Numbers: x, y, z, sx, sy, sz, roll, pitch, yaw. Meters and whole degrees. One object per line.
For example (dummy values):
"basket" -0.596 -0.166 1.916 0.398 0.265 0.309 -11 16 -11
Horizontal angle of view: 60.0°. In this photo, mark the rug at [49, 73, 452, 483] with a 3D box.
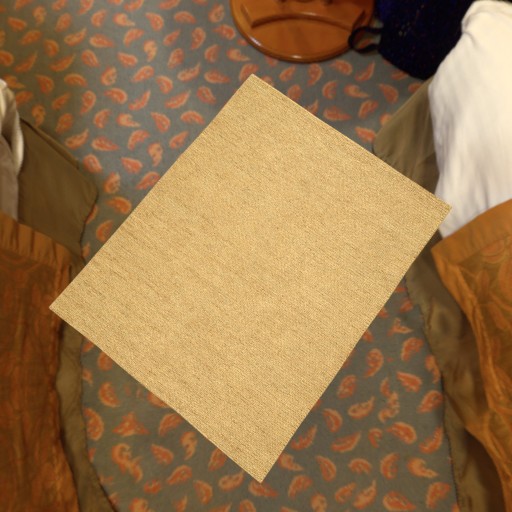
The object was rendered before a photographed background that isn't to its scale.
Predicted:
"rug" 0.000 0.000 4.120 2.406 0.012 3.034 36 79 8
